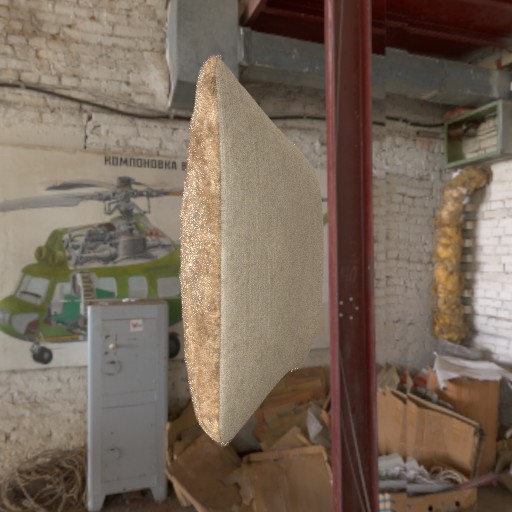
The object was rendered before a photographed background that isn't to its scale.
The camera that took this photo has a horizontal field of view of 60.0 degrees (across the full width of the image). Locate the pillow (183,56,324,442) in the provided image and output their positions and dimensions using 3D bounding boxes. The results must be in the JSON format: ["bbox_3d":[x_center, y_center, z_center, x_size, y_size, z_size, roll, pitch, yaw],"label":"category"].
[{"bbox_3d":[0.000,0.000,0.819,0.216,0.525,0.538,0,0,18],"label":"pillow"}]
